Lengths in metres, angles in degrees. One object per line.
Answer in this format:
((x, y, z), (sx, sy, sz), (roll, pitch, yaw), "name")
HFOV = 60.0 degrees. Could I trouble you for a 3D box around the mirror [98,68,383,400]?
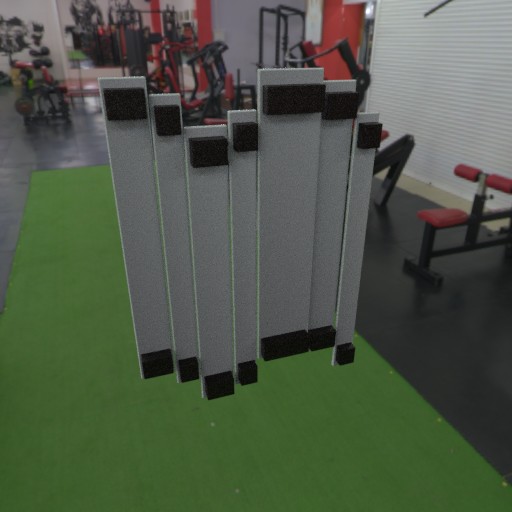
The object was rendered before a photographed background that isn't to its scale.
((0.000, 0.000, 0.785), (0.445, 0.611, 0.058), (-9, 27, -17), "mirror")
